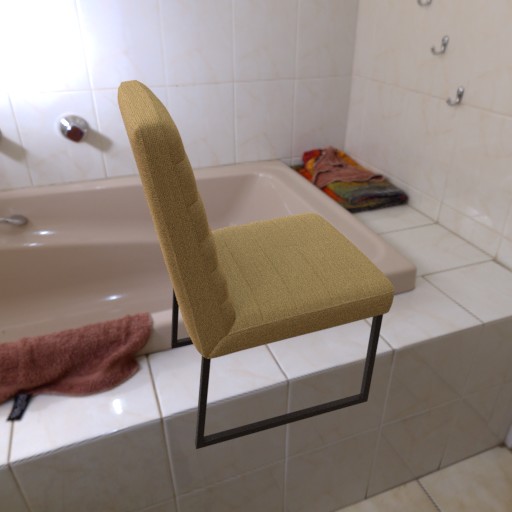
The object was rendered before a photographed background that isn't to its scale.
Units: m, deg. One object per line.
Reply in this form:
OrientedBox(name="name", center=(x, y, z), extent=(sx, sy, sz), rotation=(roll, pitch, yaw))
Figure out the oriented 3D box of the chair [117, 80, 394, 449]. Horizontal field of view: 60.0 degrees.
OrientedBox(name="chair", center=(0.000, 0.000, 1.291), extent=(0.634, 0.930, 0.520), rotation=(-9, 31, -16))
